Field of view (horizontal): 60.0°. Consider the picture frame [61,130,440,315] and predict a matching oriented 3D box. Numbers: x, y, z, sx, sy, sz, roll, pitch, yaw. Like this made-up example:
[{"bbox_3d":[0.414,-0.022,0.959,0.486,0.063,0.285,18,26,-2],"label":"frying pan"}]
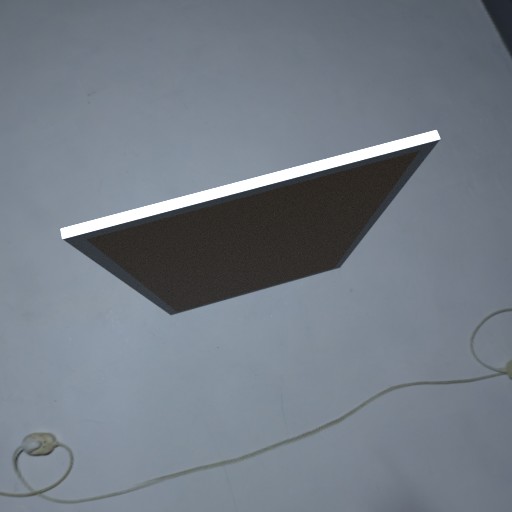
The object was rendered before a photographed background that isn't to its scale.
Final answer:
[{"bbox_3d":[0.000,0.000,0.834,0.457,0.657,0.013,-15,75,-4],"label":"picture frame"}]
